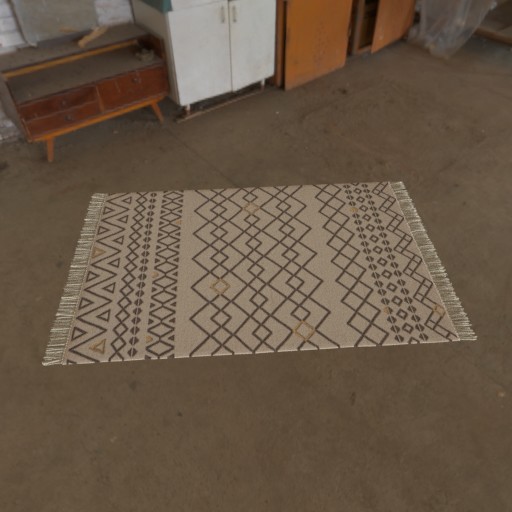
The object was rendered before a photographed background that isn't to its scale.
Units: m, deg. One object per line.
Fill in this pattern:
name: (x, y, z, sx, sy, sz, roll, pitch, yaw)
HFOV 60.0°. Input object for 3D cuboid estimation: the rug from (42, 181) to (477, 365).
rug: (0.000, 0.000, 2.450, 2.023, 0.028, 1.224, -3, 47, -3)
